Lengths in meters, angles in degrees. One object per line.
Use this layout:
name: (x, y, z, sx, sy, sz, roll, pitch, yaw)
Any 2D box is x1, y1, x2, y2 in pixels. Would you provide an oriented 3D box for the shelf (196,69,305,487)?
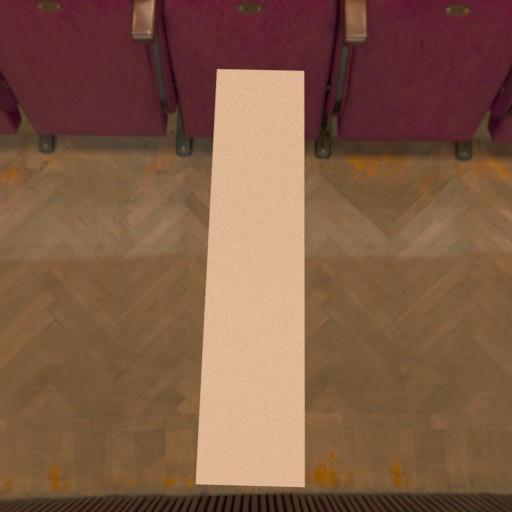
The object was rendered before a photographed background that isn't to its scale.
shelf: (0.000, 0.000, 0.648, 0.140, 0.020, 0.610, 1, 76, 0)
